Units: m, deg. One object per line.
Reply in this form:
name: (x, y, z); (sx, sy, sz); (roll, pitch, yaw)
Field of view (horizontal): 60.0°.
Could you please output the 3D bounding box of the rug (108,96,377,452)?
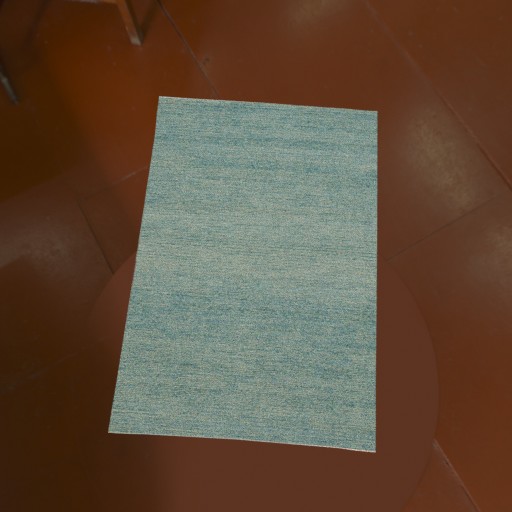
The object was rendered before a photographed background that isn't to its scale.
rug: (0.000, 0.000, 2.920); (1.593, 0.029, 2.305); (4, 75, 1)
